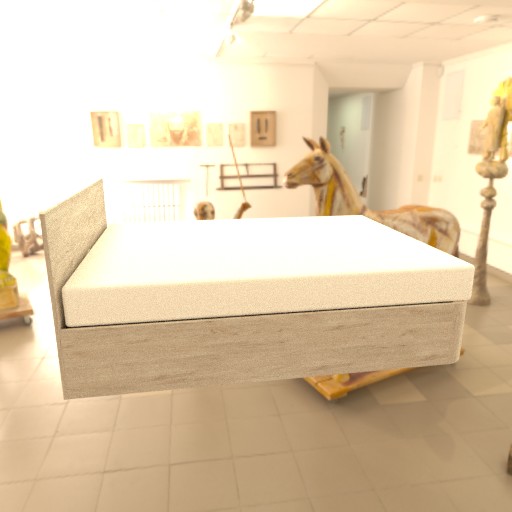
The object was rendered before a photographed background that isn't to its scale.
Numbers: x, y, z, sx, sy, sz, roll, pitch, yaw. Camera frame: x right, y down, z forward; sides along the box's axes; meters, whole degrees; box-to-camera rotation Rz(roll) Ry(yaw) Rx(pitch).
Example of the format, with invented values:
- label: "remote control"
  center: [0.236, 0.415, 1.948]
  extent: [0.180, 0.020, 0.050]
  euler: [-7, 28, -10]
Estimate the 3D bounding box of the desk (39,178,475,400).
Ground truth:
- label: "desk"
  center: [0.000, 0.000, 2.599]
  extent: [1.900, 0.800, 1.400]
  euler: [-3, 16, -9]
